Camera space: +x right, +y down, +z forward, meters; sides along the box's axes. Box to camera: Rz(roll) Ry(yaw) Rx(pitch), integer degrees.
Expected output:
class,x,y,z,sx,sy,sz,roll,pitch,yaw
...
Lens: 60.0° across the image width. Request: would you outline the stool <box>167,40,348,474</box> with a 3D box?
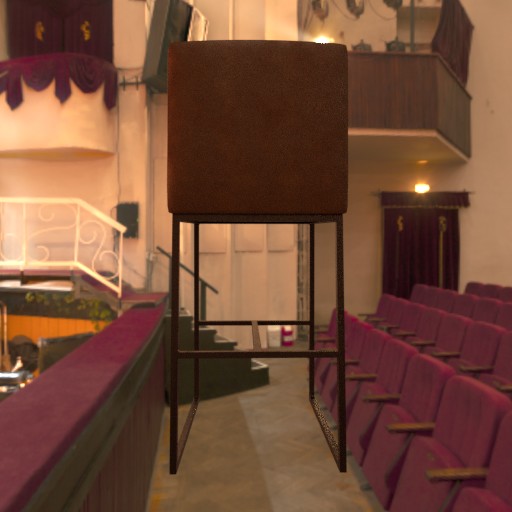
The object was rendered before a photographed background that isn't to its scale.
class,x,y,z,sx,sy,sz,roll,pitch,yaw
stool,0.000,0.000,1.353,0.463,1.065,0.562,0,0,-1
